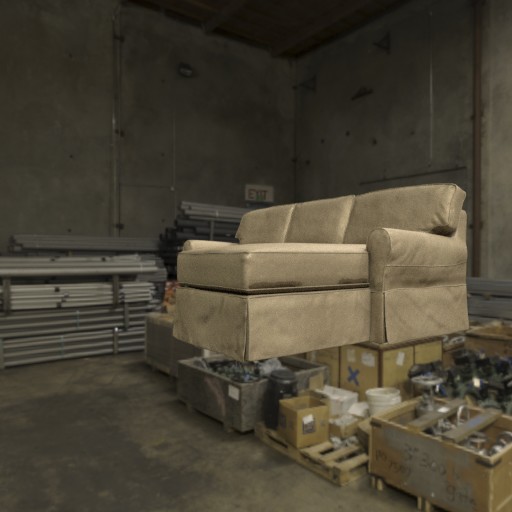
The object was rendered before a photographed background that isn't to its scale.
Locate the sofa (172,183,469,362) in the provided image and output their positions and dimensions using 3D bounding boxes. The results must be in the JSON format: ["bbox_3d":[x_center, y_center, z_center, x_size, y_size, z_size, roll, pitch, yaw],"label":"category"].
[{"bbox_3d":[0.000,0.000,3.368,1.733,0.978,2.475,0,0,-36],"label":"sofa"}]
